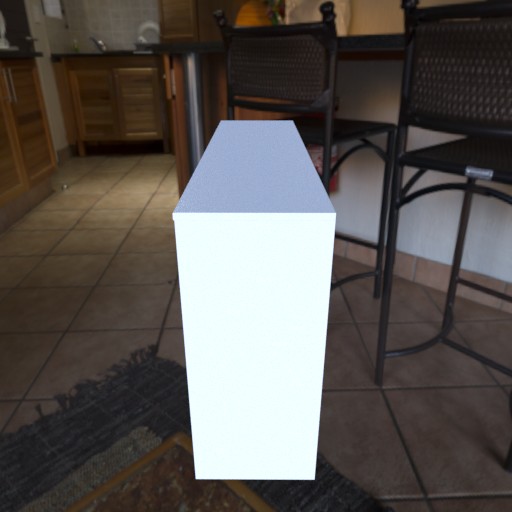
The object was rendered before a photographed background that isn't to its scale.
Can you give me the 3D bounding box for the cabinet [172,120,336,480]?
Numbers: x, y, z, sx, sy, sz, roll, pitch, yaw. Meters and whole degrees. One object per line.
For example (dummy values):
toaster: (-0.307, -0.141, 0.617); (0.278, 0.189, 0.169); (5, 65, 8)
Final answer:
cabinet: (0.000, 0.000, 1.875); (0.380, 0.900, 1.450); (0, 25, 0)
